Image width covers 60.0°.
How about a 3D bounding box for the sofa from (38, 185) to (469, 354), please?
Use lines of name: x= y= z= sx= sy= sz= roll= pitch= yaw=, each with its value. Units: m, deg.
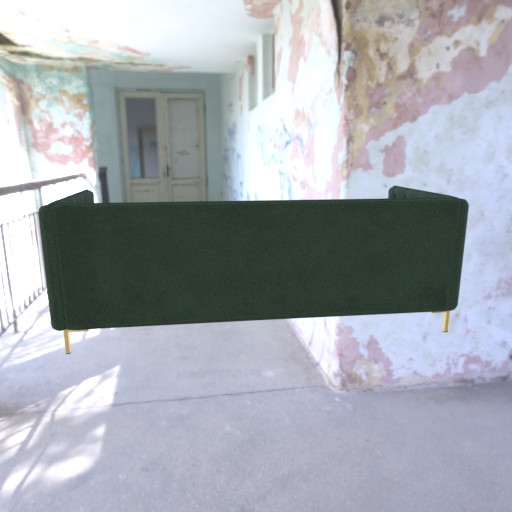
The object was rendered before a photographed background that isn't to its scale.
sofa: x=0.000 y=0.000 z=2.695 sx=2.209 sy=0.771 sz=0.895 roll=-2 pitch=14 yaw=-7
